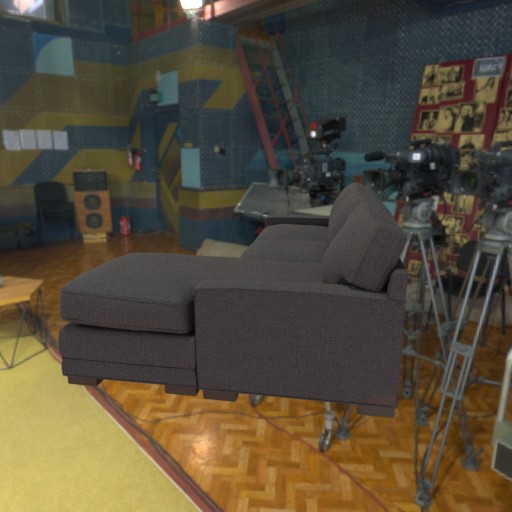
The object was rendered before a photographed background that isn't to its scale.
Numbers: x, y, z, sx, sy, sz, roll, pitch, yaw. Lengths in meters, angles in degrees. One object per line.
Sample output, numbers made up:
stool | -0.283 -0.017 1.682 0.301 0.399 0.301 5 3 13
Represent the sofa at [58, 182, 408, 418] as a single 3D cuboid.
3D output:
sofa | 0.000 0.000 3.281 1.790 0.973 2.370 2 14 10
